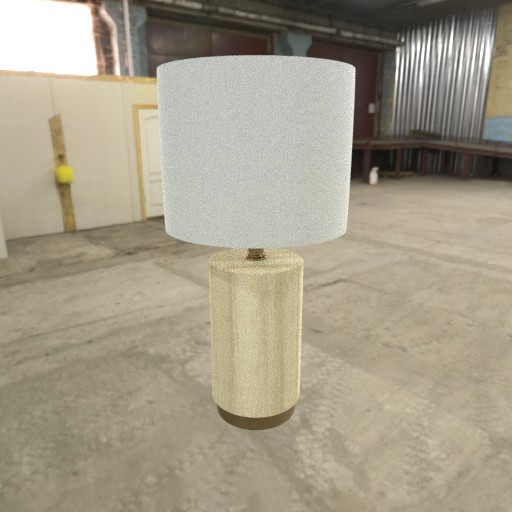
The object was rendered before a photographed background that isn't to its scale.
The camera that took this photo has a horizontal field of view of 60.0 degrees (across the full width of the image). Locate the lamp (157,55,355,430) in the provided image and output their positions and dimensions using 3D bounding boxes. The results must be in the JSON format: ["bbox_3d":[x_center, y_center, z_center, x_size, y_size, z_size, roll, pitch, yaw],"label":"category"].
[{"bbox_3d":[0.000,0.000,0.574,0.228,0.444,0.228,-3,16,-10],"label":"lamp"}]
